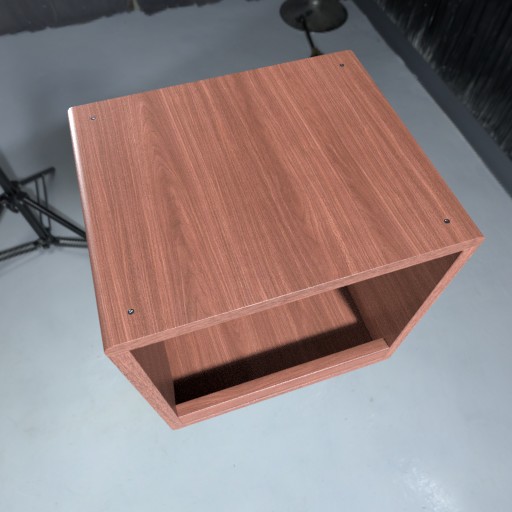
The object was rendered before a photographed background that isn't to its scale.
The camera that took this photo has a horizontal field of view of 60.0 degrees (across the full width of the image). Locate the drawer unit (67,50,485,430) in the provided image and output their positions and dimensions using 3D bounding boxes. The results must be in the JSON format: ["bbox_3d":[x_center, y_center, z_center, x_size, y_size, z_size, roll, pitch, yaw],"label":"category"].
[{"bbox_3d":[0.000,0.000,0.596,0.349,0.351,0.290,-16,60,-9],"label":"drawer unit"}]
